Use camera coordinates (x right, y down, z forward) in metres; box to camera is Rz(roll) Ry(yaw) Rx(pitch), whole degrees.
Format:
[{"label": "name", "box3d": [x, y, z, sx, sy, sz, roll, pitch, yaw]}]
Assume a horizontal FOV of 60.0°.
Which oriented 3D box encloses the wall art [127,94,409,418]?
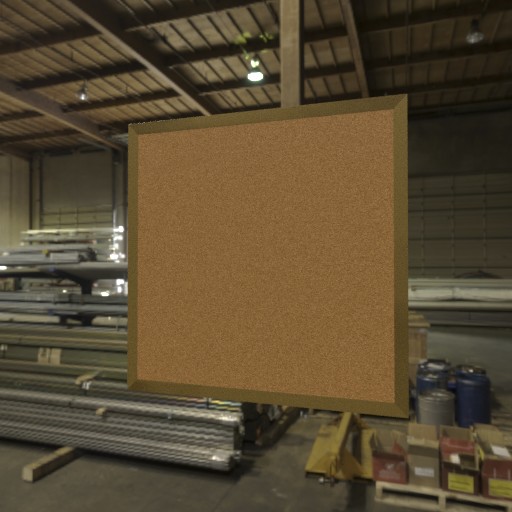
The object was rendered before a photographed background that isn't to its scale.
[{"label": "wall art", "box3d": [0.000, 0.000, 1.176, 0.762, 0.762, 0.038, 0, -1, 18]}]
